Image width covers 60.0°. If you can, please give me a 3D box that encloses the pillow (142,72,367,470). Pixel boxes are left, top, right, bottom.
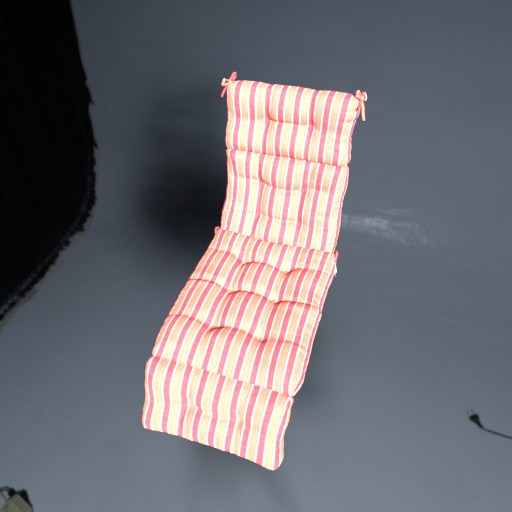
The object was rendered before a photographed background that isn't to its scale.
[{"bbox_3d":[0.000,0.000,1.508,0.526,0.863,1.016,12,44,13],"label":"pillow"}]
